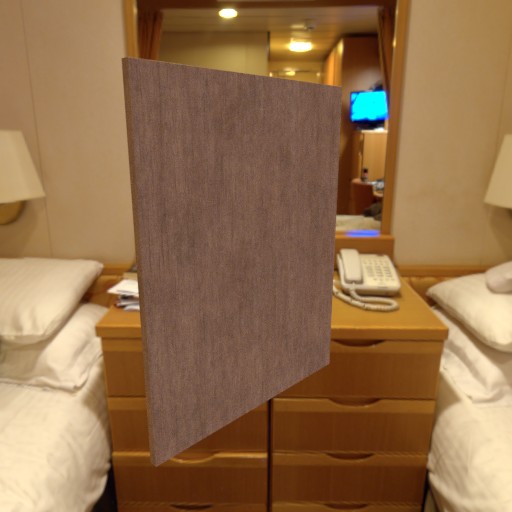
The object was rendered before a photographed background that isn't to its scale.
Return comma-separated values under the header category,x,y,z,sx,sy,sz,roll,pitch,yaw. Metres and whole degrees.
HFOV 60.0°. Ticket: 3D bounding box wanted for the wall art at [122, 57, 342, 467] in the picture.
category,x,y,z,sx,sy,sz,roll,pitch,yaw
wall art,0.000,0.000,0.903,0.018,0.686,0.534,14,21,43
